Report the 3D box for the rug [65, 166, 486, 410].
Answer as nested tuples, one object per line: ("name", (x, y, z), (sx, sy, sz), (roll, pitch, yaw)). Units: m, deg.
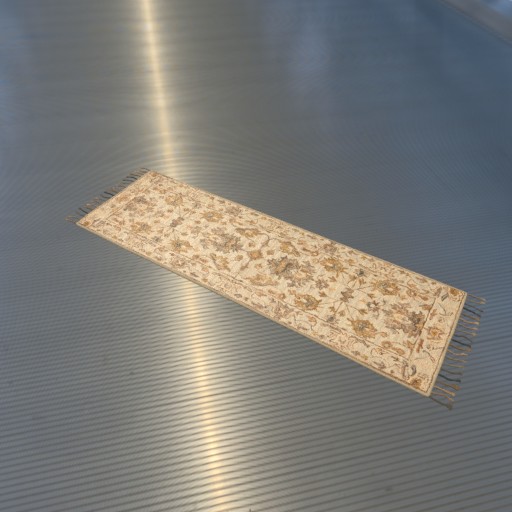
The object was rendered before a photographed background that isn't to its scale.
("rug", (0.000, 0.000, 2.585), (2.438, 0.021, 0.729), (23, 49, 22))
